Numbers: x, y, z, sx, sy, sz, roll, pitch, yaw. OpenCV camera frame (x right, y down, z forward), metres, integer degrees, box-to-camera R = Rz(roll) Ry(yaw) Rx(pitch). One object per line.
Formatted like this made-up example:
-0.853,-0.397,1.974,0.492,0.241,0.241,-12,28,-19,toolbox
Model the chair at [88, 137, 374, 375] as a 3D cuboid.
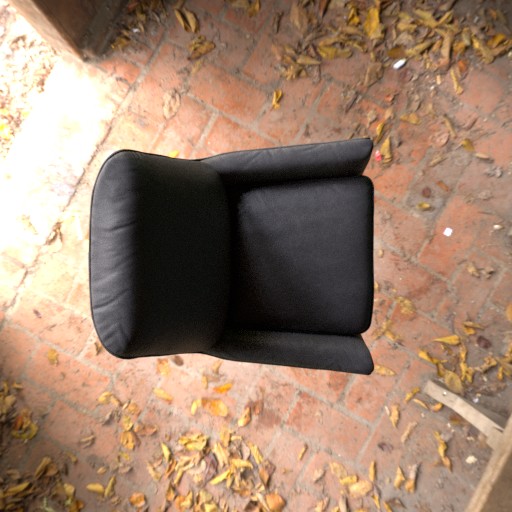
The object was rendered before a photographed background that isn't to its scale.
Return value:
0.000,0.000,1.498,0.822,0.888,0.787,0,89,-1,chair
